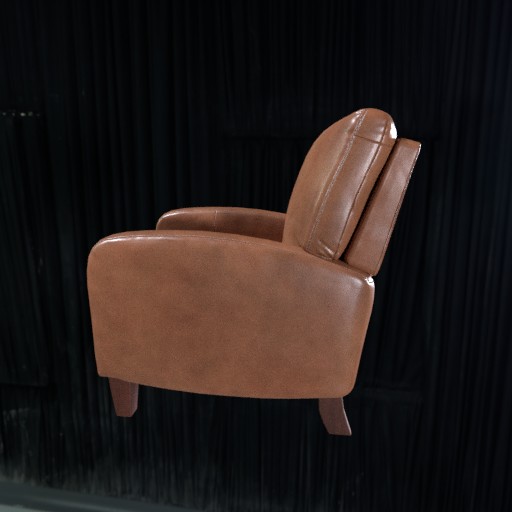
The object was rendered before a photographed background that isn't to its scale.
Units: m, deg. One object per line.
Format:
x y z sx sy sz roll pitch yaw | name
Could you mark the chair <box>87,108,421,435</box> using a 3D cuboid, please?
0.000 0.000 1.644 0.990 0.990 0.762 2 13 8 | chair
